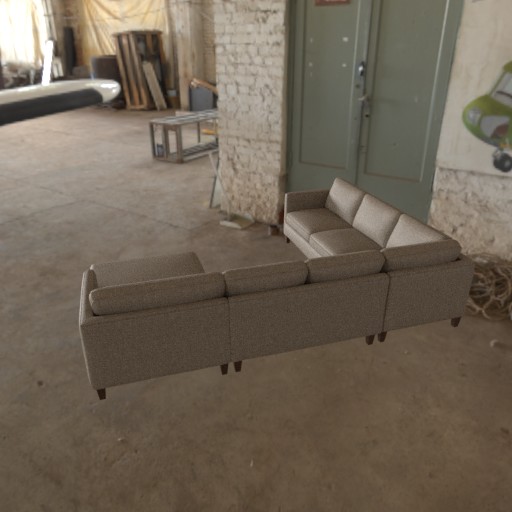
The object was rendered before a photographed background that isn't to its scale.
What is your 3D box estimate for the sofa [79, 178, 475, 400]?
[{"bbox_3d":[0.000,0.000,4.710,3.403,0.889,2.551,-8,26,-16],"label":"sofa"}]
